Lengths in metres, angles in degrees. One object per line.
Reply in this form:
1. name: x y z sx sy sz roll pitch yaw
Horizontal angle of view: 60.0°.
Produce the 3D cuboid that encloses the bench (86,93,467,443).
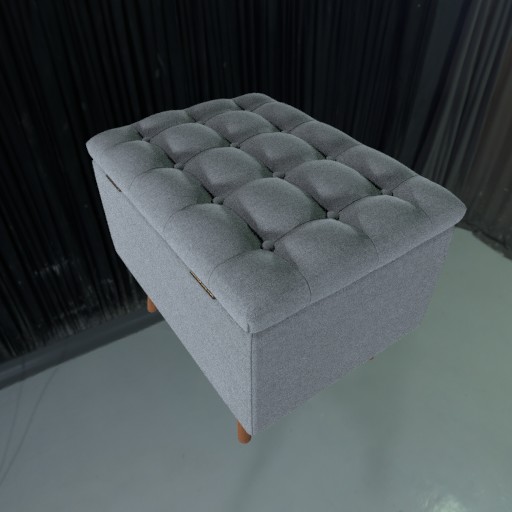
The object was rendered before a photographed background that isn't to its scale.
1. bench: 0.000 0.000 0.898 0.417 0.469 0.572 -25 46 -26
